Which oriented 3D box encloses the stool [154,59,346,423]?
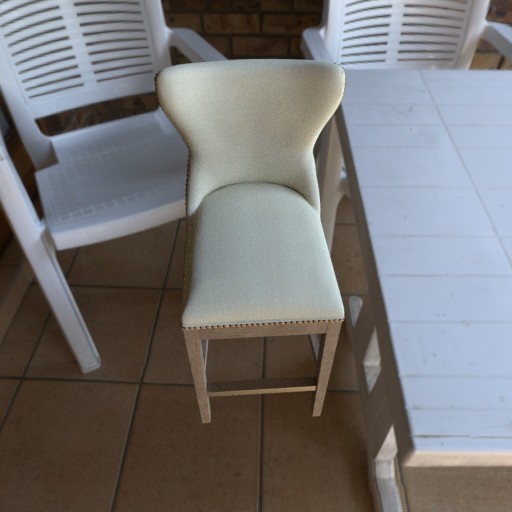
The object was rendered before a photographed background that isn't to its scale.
[{"bbox_3d":[0.000,0.000,1.349,0.498,0.981,0.608,-3,47,-2],"label":"stool"}]
